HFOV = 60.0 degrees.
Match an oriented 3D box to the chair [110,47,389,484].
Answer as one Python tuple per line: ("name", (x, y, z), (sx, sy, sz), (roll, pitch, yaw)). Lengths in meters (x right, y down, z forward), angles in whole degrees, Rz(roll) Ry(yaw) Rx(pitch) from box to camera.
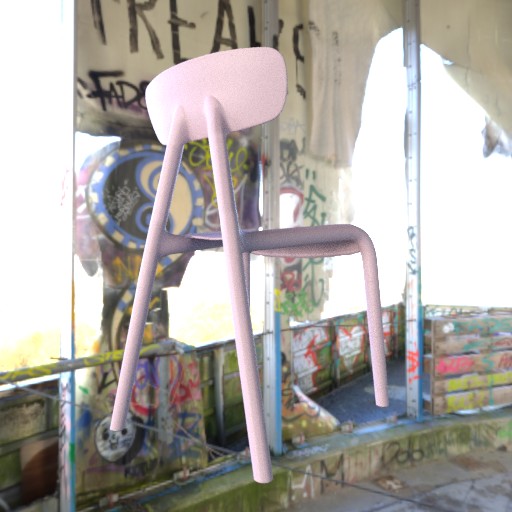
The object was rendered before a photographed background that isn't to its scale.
("chair", (0.000, 0.000, 0.807), (0.356, 0.580, 0.401), (-1, -1, 36))
